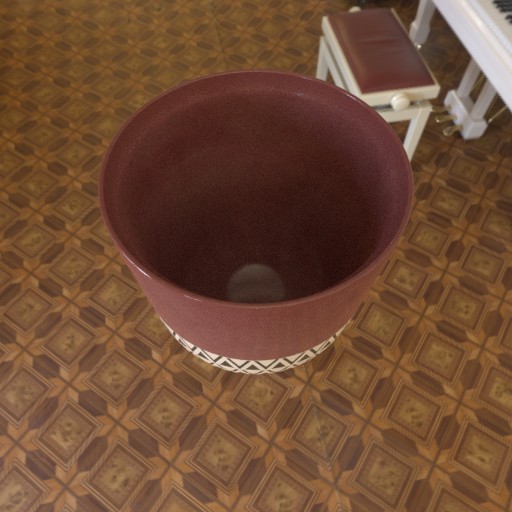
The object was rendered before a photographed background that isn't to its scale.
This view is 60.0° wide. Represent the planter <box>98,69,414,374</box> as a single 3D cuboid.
[{"bbox_3d":[0.000,0.000,0.368,0.195,0.214,0.195,0,58,0],"label":"planter"}]
